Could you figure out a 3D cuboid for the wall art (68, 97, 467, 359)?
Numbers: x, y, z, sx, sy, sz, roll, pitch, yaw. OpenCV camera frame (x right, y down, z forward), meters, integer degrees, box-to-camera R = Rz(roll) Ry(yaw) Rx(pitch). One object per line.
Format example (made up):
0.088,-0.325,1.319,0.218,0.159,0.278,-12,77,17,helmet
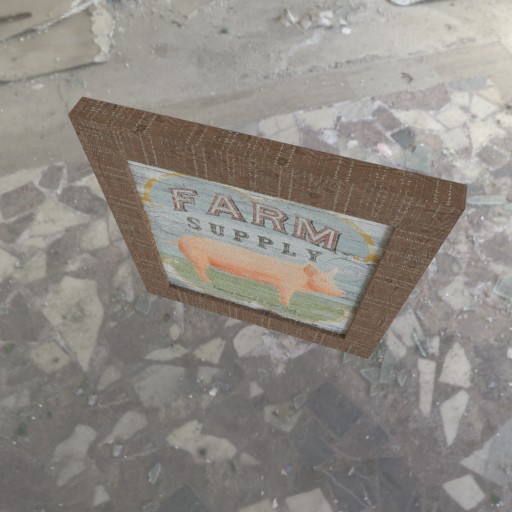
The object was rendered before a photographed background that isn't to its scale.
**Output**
0.000,0.000,0.800,0.531,0.531,0.040,15,59,9,wall art
